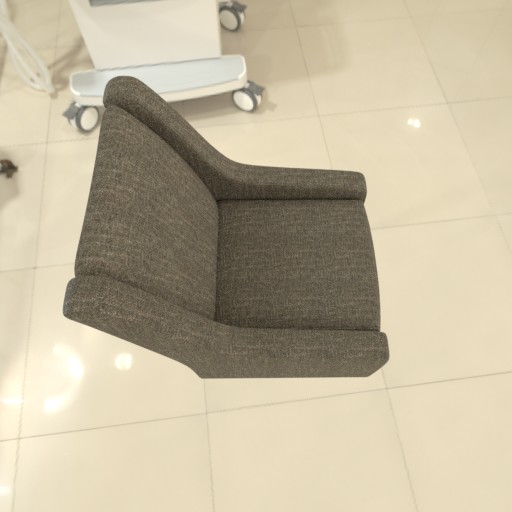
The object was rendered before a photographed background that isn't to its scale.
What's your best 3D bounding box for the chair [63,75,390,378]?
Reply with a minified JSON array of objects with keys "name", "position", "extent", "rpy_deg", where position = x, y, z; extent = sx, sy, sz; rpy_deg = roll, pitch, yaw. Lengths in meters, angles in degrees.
[{"name":"chair","position":[0.000,0.000,1.662],"extent":[0.944,1.012,0.793],"rpy_deg":[0,64,0]}]
